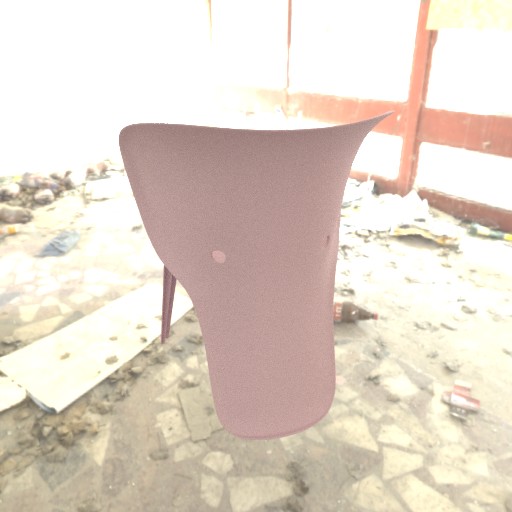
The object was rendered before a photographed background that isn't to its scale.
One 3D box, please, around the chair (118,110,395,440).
[{"bbox_3d":[0.000,0.000,0.852,0.451,0.554,0.402,-8,27,-16],"label":"chair"}]
